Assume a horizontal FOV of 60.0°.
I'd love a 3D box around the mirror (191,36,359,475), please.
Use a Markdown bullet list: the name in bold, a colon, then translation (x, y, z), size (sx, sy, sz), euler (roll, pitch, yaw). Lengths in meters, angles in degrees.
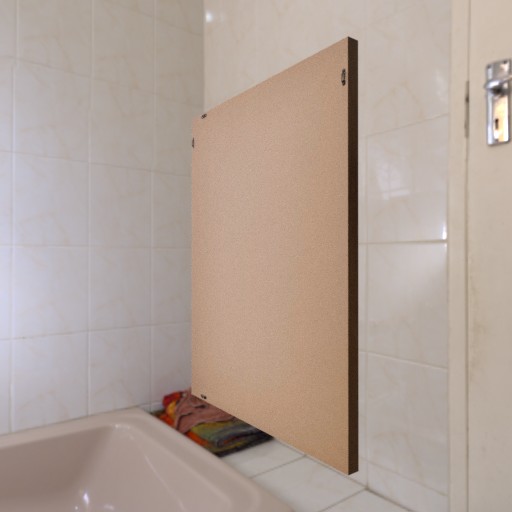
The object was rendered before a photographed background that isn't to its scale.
- **mirror**: translation (0.000, 0.000, 1.341), size (0.040, 1.016, 0.762), euler (0, 0, -36)
